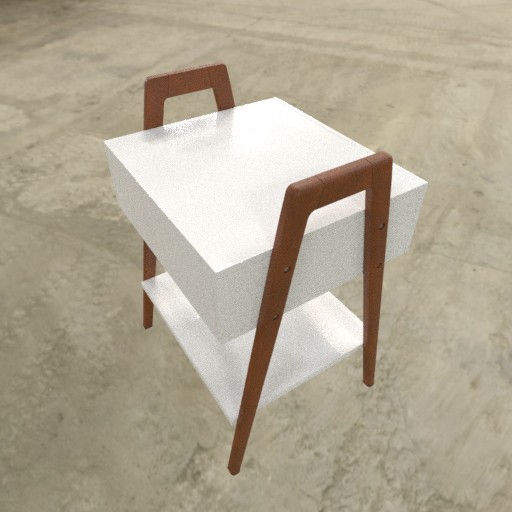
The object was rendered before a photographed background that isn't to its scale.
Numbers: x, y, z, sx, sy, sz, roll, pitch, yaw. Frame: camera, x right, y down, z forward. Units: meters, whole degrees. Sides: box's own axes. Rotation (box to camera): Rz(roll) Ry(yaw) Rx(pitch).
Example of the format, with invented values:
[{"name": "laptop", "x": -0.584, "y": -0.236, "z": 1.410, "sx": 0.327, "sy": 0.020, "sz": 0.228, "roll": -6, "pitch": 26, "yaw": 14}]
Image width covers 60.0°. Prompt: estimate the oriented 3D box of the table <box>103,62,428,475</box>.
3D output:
[{"name": "table", "x": 0.000, "y": 0.000, "z": 0.887, "sx": 0.405, "sy": 0.610, "sz": 0.457, "roll": -23, "pitch": 46, "yaw": -24}]
